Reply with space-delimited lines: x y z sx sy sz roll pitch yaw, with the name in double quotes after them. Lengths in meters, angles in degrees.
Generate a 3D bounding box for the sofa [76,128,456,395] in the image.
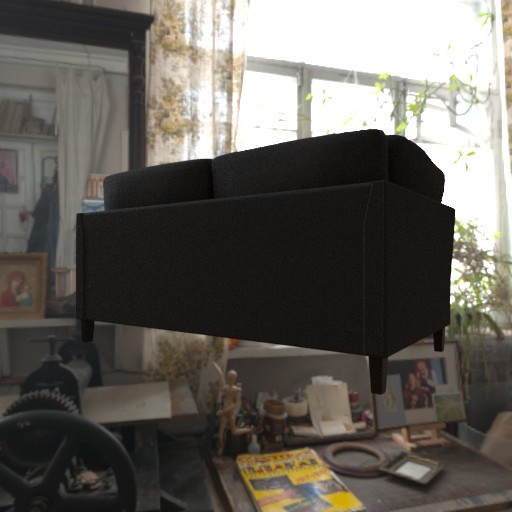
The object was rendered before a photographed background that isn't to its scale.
0.000 0.000 2.289 1.751 0.920 0.969 0 -1 35 "sofa"
